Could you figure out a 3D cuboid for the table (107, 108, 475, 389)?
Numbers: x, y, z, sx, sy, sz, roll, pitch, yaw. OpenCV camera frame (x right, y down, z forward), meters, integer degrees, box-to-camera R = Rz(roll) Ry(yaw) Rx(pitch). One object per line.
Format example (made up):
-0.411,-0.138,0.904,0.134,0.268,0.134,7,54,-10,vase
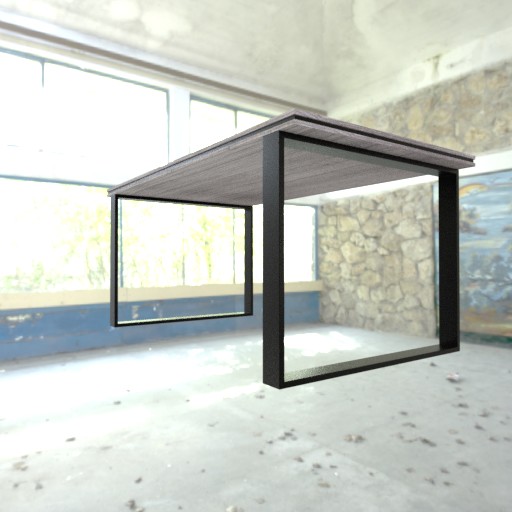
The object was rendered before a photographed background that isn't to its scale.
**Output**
0.000,0.000,2.032,0.881,0.736,1.579,1,-1,-35,table
